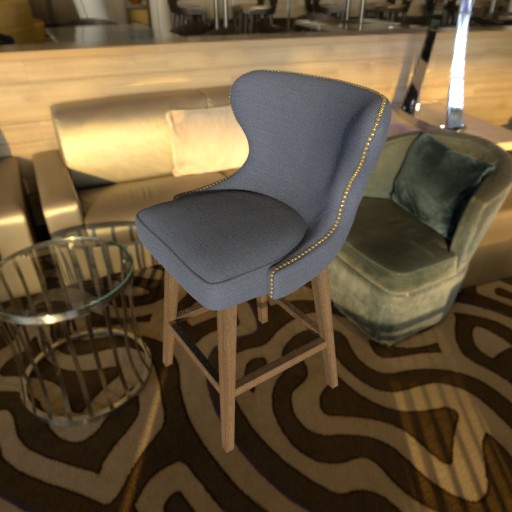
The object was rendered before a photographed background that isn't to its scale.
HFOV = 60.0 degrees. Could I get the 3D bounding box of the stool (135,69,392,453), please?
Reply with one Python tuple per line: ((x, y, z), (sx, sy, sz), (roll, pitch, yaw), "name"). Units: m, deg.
((0.000, 0.000, 1.357), (0.597, 0.972, 0.615), (-20, 37, -29), "stool")
